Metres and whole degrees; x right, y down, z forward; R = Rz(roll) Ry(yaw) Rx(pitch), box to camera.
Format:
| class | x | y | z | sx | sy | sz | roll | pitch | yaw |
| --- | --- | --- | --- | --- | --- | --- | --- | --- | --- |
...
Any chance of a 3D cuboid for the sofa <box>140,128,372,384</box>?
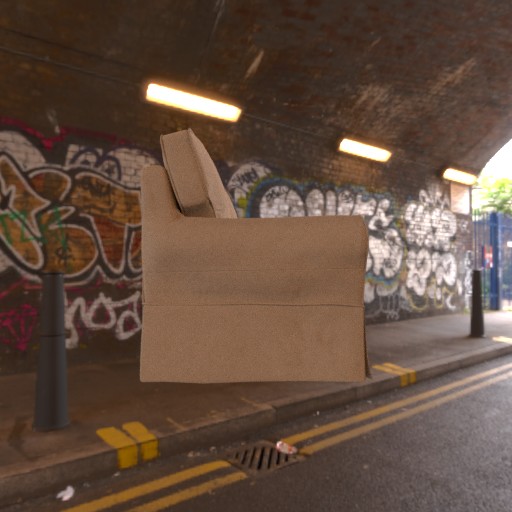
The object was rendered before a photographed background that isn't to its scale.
| class | x | y | z | sx | sy | sz | roll | pitch | yaw |
| --- | --- | --- | --- | --- | --- | --- | --- | --- | --- |
| sofa | 0.000 | 0.000 | 2.742 | 0.900 | 1.014 | 2.246 | 0 | -1 | 0 |
